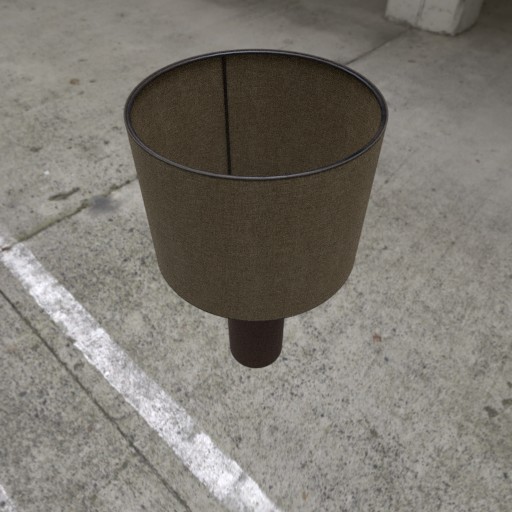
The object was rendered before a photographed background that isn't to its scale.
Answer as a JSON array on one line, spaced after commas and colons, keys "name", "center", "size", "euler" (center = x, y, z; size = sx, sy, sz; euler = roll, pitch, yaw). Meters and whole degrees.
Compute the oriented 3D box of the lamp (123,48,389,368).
[{"name": "lamp", "center": [0.000, 0.000, 0.471], "size": [0.202, 0.350, 0.202], "euler": [0, 46, 0]}]
